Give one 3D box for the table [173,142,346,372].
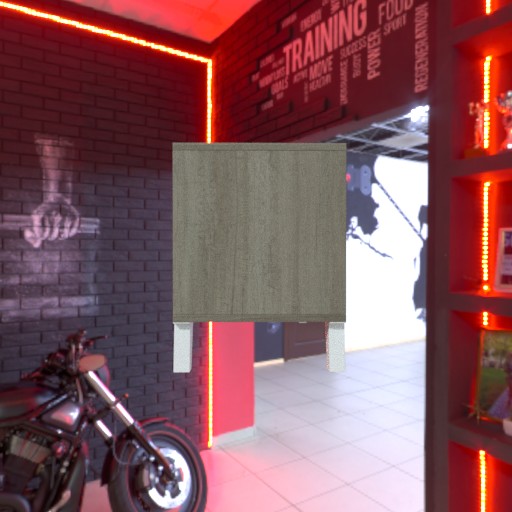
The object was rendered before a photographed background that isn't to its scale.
[{"bbox_3d":[0.000,0.000,1.770,0.400,0.530,1.500,0,0,-1],"label":"table"}]
